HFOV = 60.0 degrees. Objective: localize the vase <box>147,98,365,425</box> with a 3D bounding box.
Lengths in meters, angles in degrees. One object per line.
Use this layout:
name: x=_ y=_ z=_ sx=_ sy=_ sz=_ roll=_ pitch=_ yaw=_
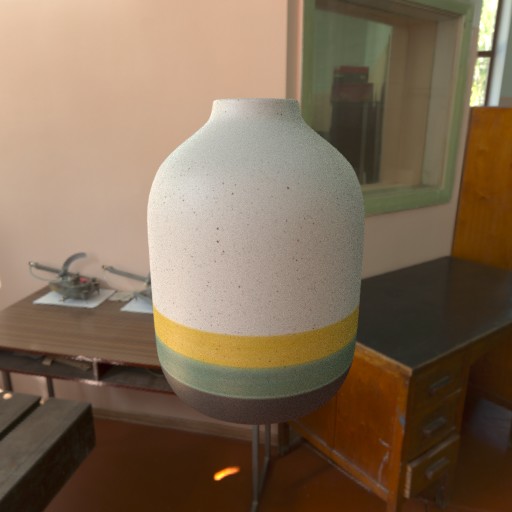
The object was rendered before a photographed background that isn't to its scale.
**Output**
vase: x=0.000 y=0.000 z=0.362 sx=0.169 sy=0.240 sz=0.169 roll=0 pitch=16 yaw=0
